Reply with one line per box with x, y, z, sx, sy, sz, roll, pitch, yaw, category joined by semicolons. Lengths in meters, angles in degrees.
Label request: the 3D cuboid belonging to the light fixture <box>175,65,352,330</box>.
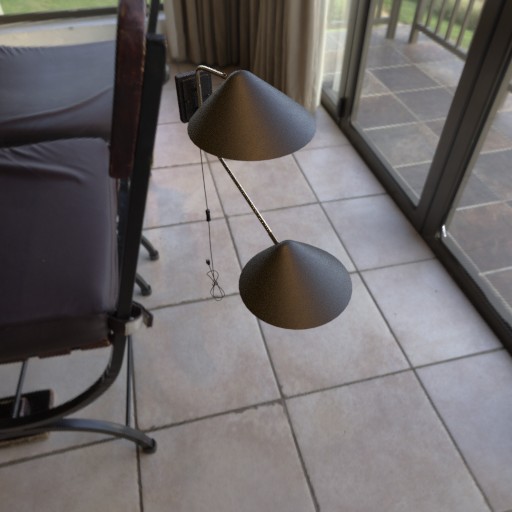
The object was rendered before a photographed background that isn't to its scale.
0.000;0.000;0.829;0.189;0.665;0.422;-25;51;-22;light fixture
